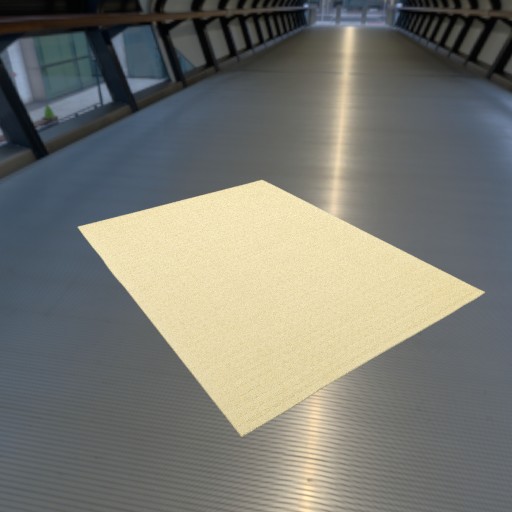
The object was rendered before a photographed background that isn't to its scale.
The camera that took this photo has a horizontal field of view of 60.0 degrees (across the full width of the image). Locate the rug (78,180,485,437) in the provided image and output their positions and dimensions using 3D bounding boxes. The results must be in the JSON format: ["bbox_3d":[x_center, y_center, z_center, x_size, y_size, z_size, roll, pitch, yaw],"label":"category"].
[{"bbox_3d":[0.000,0.000,4.219,2.452,0.016,3.204,-19,36,-30],"label":"rug"}]
